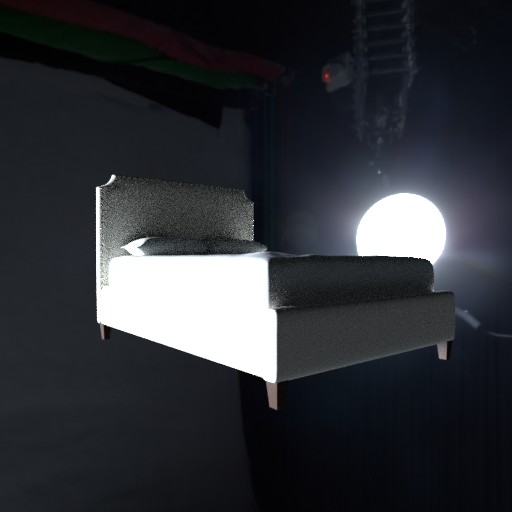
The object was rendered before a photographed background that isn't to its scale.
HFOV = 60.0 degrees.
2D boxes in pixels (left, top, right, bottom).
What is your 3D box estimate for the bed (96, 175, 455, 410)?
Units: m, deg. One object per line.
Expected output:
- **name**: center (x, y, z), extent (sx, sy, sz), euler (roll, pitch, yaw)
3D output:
- **bed**: center (0.000, 0.000, 3.484), extent (1.712, 1.443, 2.365), euler (0, 0, -39)
